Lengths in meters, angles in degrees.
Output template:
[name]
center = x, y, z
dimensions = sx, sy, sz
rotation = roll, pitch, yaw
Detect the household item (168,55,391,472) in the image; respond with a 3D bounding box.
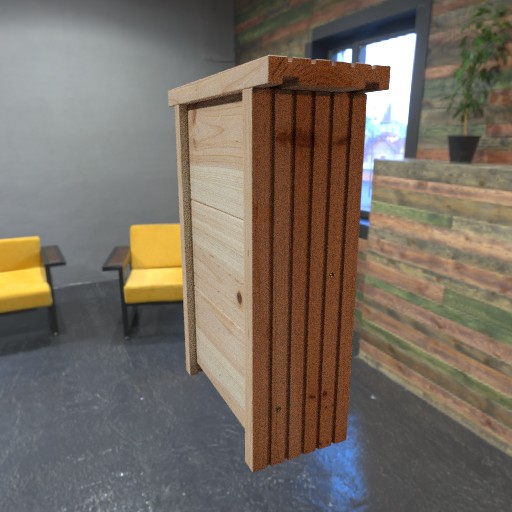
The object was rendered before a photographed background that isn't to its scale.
[household item]
center = 0.000, 0.000, 0.550
dimensions = 0.123, 0.407, 0.301
rotation = -7, 16, -25
